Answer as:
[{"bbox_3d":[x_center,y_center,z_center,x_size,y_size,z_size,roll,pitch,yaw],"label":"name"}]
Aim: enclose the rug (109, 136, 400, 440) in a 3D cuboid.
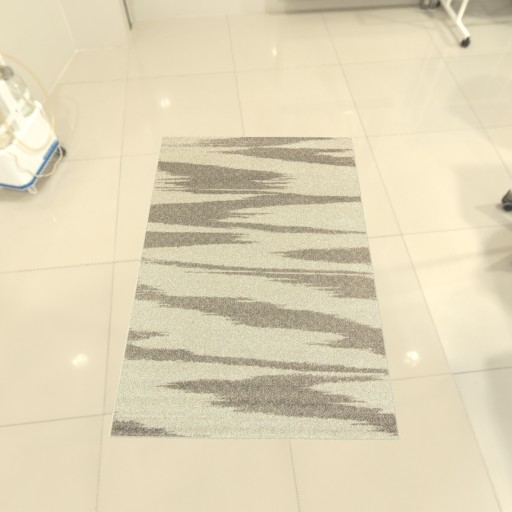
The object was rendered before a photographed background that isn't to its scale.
[{"bbox_3d":[0.000,0.000,2.349,1.225,0.008,1.827,0,57,0],"label":"rug"}]
